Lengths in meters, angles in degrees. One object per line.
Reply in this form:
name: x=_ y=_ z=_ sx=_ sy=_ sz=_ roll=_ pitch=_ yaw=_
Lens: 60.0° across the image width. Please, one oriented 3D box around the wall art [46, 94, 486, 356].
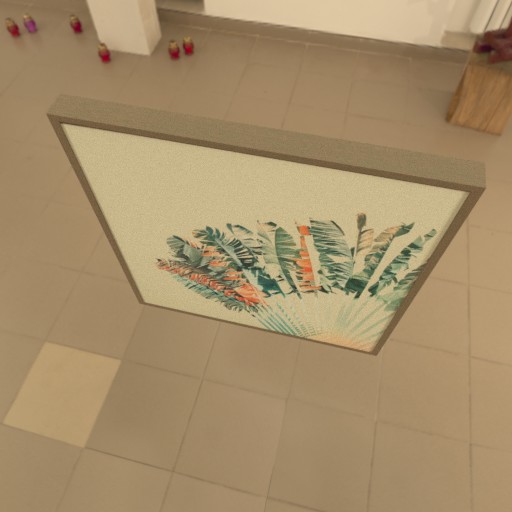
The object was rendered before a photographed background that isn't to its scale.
wall art: x=0.000 y=0.000 z=0.722 sx=0.508 sy=0.506 sz=0.038 roll=11 pitch=58 yaw=7
